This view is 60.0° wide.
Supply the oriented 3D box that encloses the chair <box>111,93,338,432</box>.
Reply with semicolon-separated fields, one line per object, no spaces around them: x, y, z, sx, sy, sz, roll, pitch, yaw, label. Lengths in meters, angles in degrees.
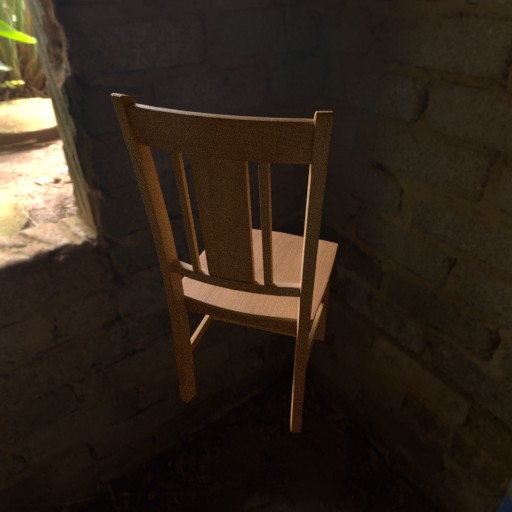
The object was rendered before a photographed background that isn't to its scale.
0.000;0.000;1.306;0.450;0.998;0.556;10;34;15;chair
